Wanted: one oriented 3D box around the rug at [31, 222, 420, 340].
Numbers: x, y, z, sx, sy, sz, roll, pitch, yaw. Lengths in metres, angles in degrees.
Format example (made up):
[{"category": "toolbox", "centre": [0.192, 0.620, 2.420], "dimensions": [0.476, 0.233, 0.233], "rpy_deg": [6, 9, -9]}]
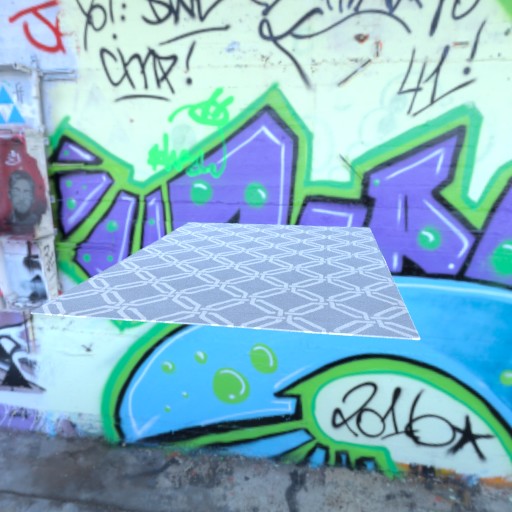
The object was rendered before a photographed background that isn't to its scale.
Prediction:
[{"category": "rug", "centre": [0.000, 0.000, 2.695], "dimensions": [1.522, 0.013, 2.133], "rpy_deg": [2, 15, 9]}]
